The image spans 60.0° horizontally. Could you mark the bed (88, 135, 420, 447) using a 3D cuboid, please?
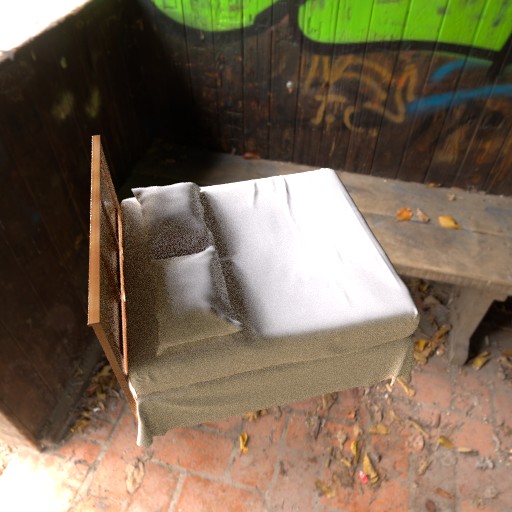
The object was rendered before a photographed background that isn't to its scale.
[{"bbox_3d":[0.000,0.000,3.220,2.035,1.273,1.870,-10,48,-9],"label":"bed"}]
